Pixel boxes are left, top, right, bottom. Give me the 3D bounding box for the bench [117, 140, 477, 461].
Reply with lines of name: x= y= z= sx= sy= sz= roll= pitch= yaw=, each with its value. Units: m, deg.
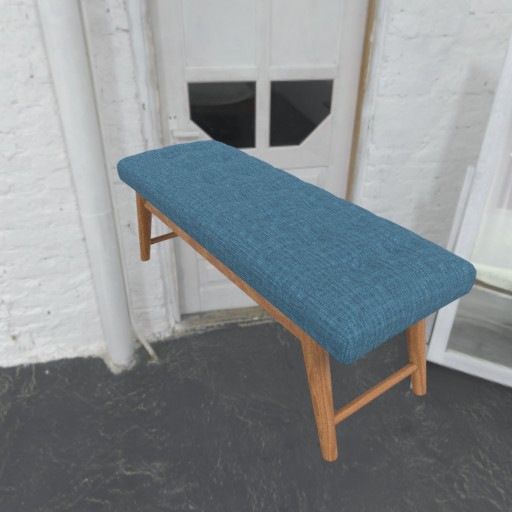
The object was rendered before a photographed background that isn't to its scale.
bench: x=0.000 y=0.000 z=1.342 sx=0.406 sy=0.432 sz=1.118 roll=-20 pitch=37 yaw=-30
